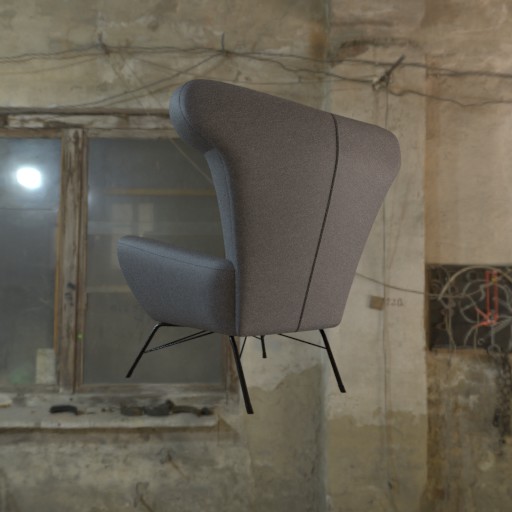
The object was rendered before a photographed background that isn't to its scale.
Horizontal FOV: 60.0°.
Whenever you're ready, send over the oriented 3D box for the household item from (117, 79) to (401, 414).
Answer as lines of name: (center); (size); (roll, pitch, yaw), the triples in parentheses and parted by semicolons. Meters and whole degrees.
household item: (0.000, 0.000, 1.807); (0.980, 1.050, 0.900); (1, -2, -35)
